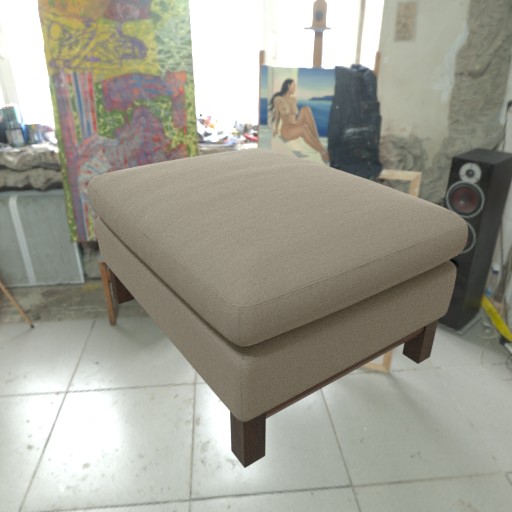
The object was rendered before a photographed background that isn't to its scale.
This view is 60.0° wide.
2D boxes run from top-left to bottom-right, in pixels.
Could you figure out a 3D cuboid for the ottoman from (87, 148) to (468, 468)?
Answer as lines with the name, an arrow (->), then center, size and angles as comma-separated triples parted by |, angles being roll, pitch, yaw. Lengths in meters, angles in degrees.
ottoman -> 0.000, 0.000, 1.116 | 0.606, 0.420, 0.771 | -17, 32, -31
